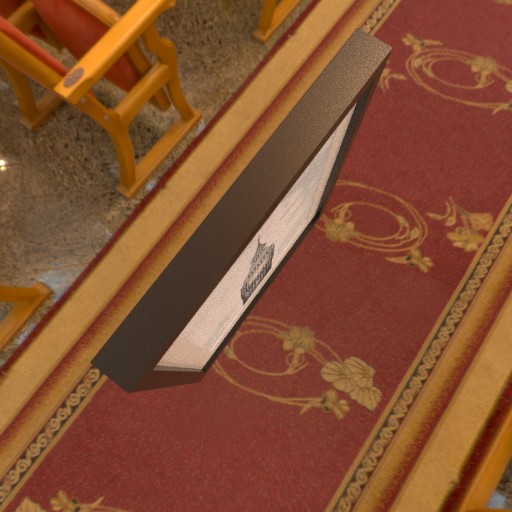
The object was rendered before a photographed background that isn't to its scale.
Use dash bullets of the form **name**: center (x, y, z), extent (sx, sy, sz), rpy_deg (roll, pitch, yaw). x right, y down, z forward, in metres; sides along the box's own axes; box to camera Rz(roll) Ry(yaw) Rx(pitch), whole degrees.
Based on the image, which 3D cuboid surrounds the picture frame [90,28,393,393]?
- **picture frame**: center (0.000, 0.000, 0.507), extent (0.034, 0.378, 0.328), rpy_deg (35, 78, 9)
